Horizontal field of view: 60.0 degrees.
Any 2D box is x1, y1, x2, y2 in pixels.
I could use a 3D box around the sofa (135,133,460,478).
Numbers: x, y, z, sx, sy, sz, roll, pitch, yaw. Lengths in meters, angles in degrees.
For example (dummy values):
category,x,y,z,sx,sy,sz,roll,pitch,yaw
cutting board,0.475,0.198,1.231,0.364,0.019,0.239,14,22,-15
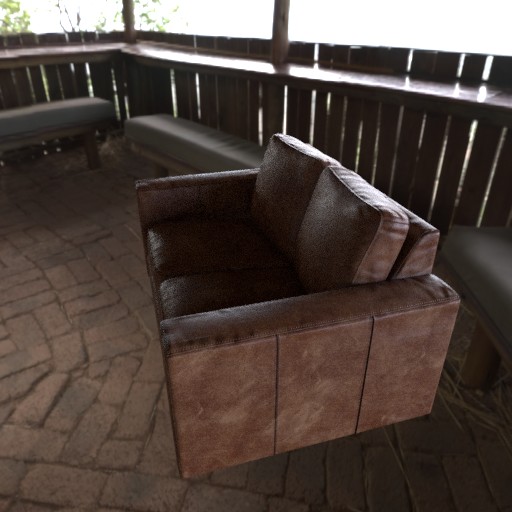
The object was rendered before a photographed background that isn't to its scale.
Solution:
category,x,y,z,sx,sy,sz,roll,pitch,yaw
sofa,0.000,0.000,2.183,1.041,0.889,1.626,-8,30,-14
